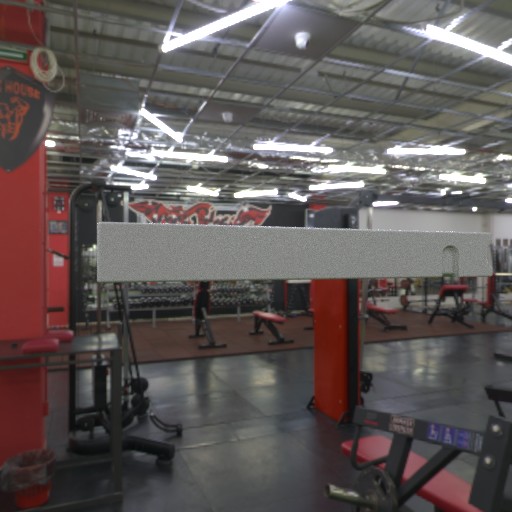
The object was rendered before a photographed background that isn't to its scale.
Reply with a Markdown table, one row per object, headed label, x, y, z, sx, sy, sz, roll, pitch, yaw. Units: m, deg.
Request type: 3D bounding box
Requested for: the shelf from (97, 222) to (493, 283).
| label | x | y | z | sx | sy | sz | roll | pitch | yaw |
| --- | --- | --- | --- | --- | --- | --- | --- | --- | --- |
| shelf | 0.000 | 0.000 | 0.441 | 0.296 | 0.035 | 0.296 | 0 | -1 | -19 |
